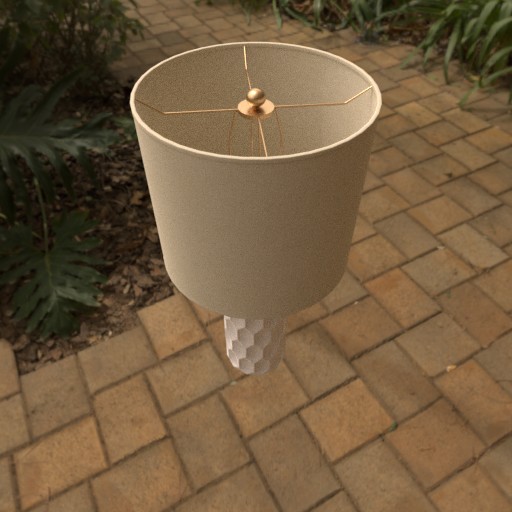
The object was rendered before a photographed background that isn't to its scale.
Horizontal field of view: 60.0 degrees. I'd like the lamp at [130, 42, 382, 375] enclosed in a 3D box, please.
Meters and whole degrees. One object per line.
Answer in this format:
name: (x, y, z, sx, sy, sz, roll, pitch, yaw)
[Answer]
lamp: (0.000, 0.000, 0.688, 0.277, 0.537, 0.277, 24, 51, 22)
